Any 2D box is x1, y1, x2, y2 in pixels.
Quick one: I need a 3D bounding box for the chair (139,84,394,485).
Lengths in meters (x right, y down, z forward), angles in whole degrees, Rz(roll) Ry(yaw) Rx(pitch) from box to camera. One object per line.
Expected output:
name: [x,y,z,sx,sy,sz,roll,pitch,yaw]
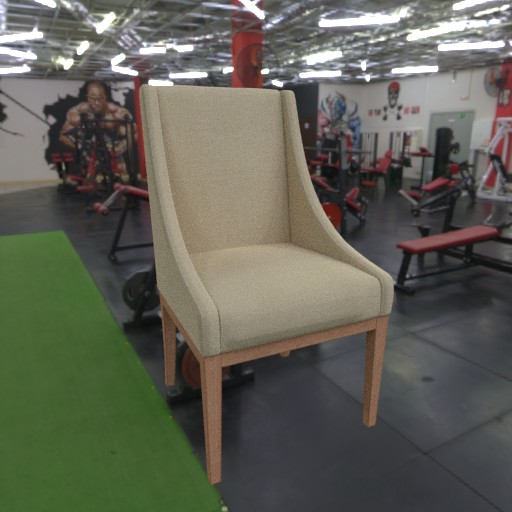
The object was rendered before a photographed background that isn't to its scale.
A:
chair: [0.000,0.000,1.374,0.575,1.021,0.611,-8,18,-25]
